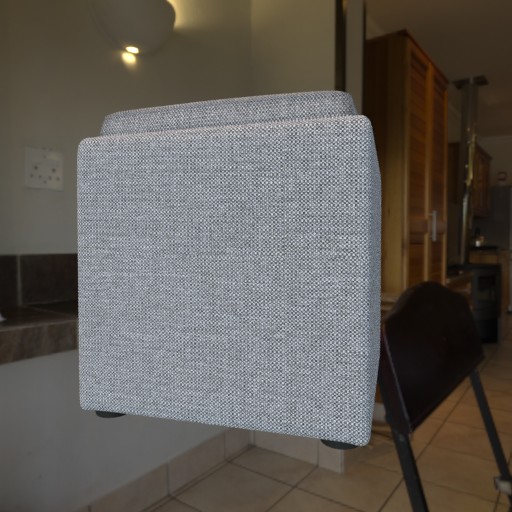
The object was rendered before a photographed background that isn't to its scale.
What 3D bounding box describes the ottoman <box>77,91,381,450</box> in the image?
[{"bbox_3d":[0.000,0.000,0.824,0.436,0.487,0.454,0,2,17],"label":"ottoman"}]
